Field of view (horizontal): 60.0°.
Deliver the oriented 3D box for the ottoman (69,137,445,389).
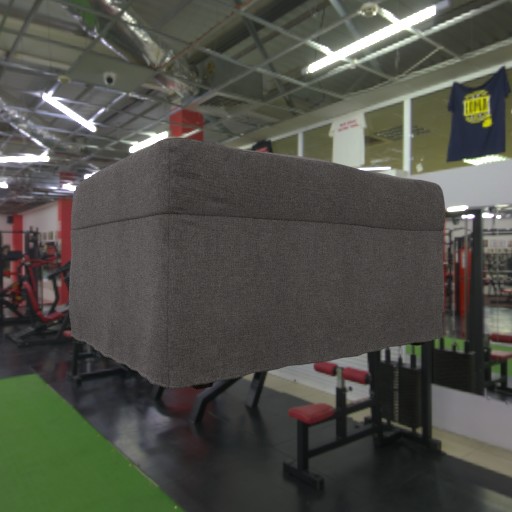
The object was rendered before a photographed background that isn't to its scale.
[{"bbox_3d":[0.000,0.000,1.218,0.833,0.492,0.652,0,0,-36],"label":"ottoman"}]
